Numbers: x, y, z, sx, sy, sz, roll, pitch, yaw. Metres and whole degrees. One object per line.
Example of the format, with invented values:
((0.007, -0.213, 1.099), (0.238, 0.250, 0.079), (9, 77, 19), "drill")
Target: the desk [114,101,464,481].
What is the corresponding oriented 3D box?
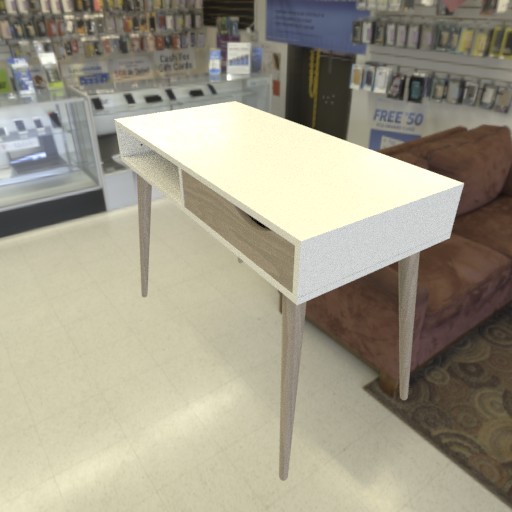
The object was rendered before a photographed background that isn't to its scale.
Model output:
((0.000, 0.000, 1.420), (0.491, 0.723, 0.979), (-19, 37, -28), "desk")
